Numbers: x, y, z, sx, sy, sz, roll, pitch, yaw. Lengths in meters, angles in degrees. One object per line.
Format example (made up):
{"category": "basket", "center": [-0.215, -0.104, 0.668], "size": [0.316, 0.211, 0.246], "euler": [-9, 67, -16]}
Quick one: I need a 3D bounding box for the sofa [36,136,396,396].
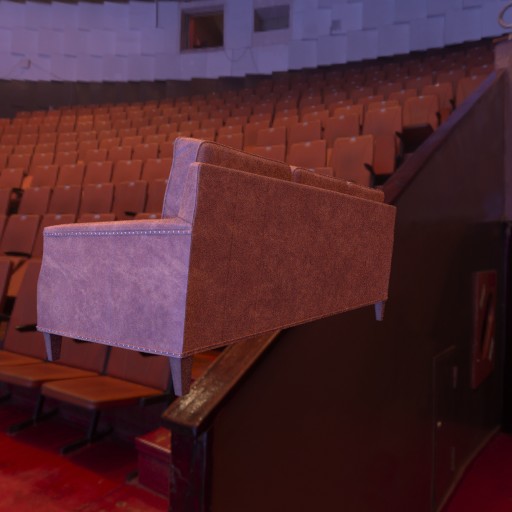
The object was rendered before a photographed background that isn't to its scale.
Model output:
{"category": "sofa", "center": [0.000, 0.000, 2.761], "size": [1.084, 1.003, 2.246], "euler": [1, 1, 36]}
